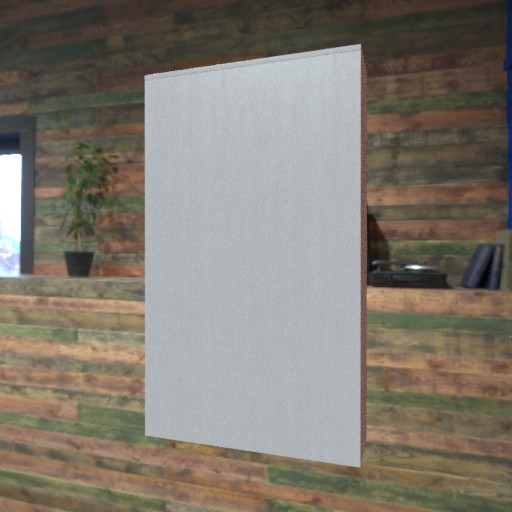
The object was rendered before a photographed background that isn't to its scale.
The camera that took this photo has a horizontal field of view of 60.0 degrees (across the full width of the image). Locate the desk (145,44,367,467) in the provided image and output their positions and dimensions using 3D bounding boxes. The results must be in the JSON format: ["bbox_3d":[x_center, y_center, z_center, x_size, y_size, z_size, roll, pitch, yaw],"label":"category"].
[{"bbox_3d":[0.000,0.000,1.576,0.750,1.280,0.250,0,0,18],"label":"desk"}]
